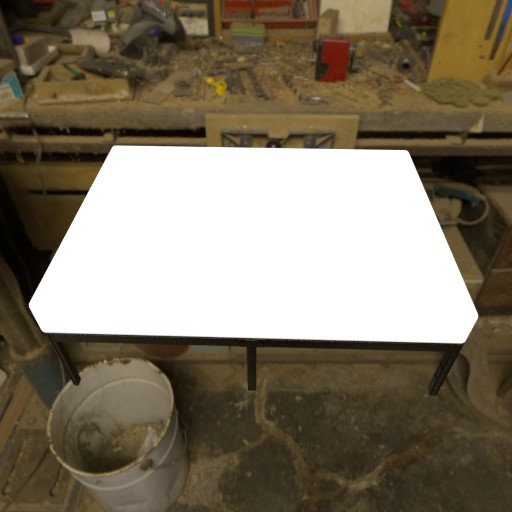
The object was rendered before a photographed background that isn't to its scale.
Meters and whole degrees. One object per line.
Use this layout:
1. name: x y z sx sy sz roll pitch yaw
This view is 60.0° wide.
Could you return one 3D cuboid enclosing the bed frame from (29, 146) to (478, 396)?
1. bed frame: 0.000 0.000 2.634 1.956 0.659 1.408 1 43 1
